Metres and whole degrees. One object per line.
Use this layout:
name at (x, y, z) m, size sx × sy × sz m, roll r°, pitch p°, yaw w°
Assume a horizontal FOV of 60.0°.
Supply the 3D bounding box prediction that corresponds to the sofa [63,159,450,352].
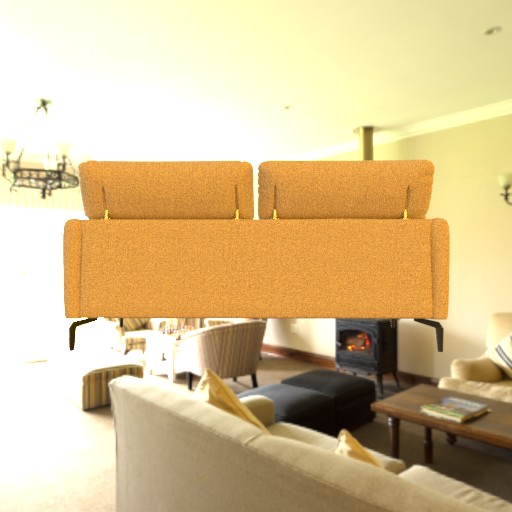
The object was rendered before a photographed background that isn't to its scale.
sofa at (0.000, 0.000, 2.599) m, size 2.015 × 0.956 × 0.856 m, roll 0°, pitch -1°, yaw 1°
